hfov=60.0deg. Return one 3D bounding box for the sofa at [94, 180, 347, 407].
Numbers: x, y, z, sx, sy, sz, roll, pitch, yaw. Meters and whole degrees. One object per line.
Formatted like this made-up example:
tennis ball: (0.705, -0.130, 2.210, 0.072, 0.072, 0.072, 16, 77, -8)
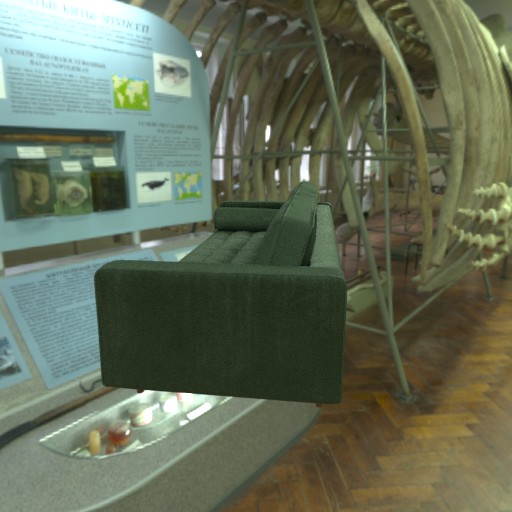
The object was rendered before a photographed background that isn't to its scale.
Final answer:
sofa: (0.000, 0.000, 2.609, 0.918, 0.769, 2.199, 2, 14, 8)
